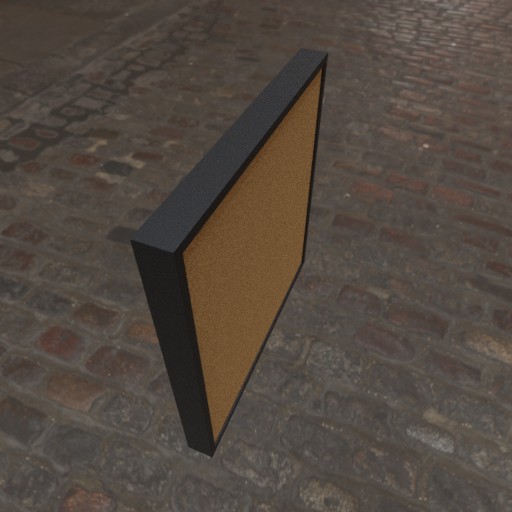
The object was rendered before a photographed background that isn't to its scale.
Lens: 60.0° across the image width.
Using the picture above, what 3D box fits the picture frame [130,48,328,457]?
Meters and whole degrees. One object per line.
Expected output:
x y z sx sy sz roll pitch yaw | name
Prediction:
0.000 0.000 0.475 0.030 0.317 0.317 17 48 16 | picture frame
